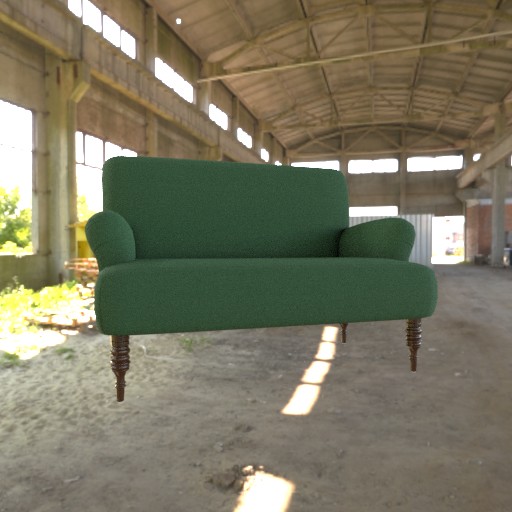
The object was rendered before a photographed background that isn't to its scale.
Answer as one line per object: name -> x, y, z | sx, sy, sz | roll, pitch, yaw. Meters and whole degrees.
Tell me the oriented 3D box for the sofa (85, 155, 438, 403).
sofa -> 0.000, 0.000, 1.819 | 1.297, 0.889, 0.779 | 0, 1, -18
